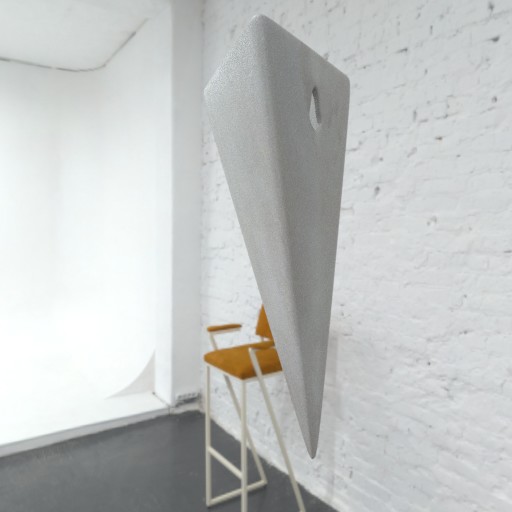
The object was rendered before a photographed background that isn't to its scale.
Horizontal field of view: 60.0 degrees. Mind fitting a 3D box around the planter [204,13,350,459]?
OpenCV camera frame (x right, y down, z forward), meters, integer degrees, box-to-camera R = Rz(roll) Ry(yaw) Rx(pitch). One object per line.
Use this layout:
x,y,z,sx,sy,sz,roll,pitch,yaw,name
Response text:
0.000,0.000,0.154,0.047,0.130,0.058,1,2,35,planter
